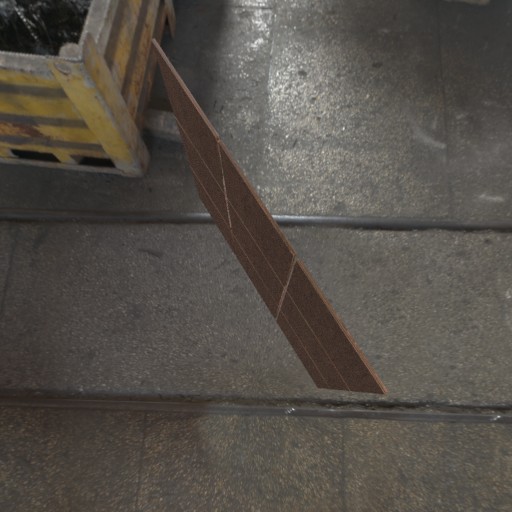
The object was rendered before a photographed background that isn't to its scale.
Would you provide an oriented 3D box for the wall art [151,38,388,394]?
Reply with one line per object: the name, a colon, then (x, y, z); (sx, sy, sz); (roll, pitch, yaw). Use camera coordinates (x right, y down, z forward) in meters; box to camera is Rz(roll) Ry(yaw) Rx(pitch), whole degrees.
wall art: (0.000, 0.000, 2.261); (0.014, 1.525, 1.527); (-30, 76, -8)
